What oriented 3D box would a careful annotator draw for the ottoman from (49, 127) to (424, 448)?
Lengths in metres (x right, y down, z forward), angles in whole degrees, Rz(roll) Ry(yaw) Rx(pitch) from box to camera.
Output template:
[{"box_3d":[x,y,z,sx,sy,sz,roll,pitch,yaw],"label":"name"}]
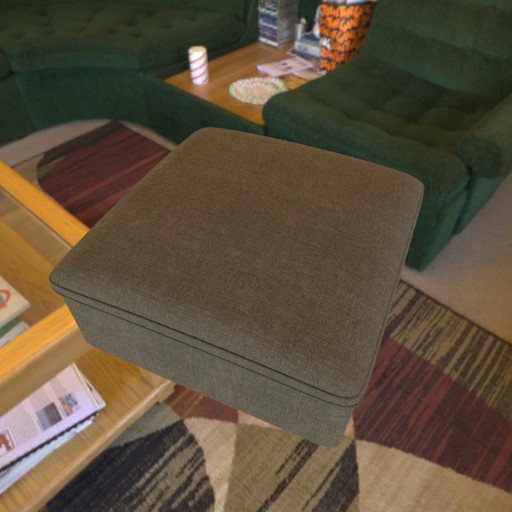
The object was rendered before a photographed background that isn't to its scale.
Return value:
[{"box_3d":[0.000,0.000,1.738,1.067,0.559,1.067,18,49,16],"label":"ottoman"}]
